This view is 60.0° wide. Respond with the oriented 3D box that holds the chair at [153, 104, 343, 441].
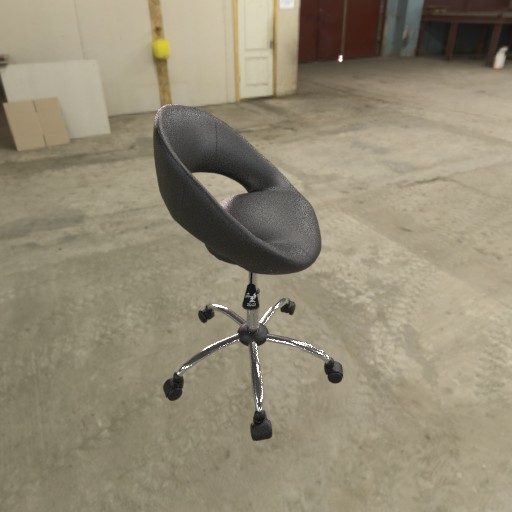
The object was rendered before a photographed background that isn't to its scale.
[{"bbox_3d":[0.000,0.000,1.227,0.538,0.791,0.612,1,30,1],"label":"chair"}]
